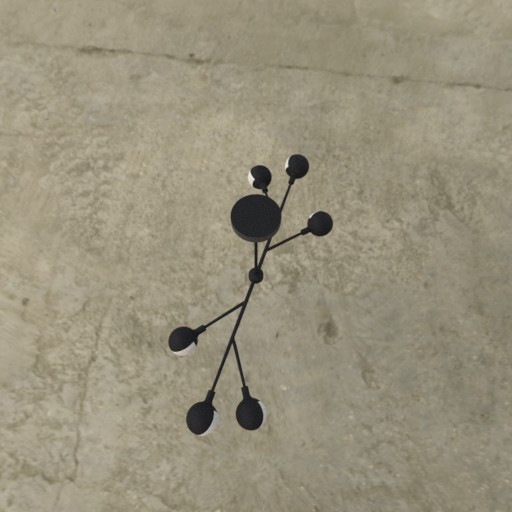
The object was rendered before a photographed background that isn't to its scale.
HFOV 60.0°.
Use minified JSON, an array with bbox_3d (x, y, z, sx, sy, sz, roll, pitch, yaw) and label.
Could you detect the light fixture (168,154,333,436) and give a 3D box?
[{"bbox_3d":[0.000,0.000,1.039,0.434,0.362,0.778,32,68,15],"label":"light fixture"}]
